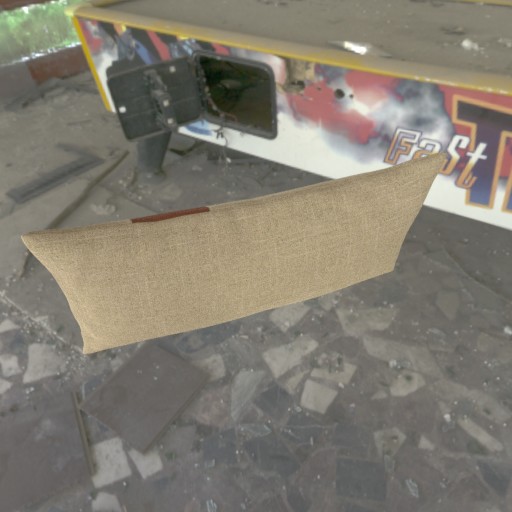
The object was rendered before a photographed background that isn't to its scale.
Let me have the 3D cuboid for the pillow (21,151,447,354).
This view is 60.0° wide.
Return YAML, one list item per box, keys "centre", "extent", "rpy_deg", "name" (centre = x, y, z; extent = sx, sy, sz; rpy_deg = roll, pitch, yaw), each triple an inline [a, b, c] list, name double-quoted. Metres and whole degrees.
- centre: [0.000, 0.000, 0.714]
  extent: [0.612, 0.282, 0.155]
  rpy_deg: [-13, 42, -15]
  name: "pillow"
